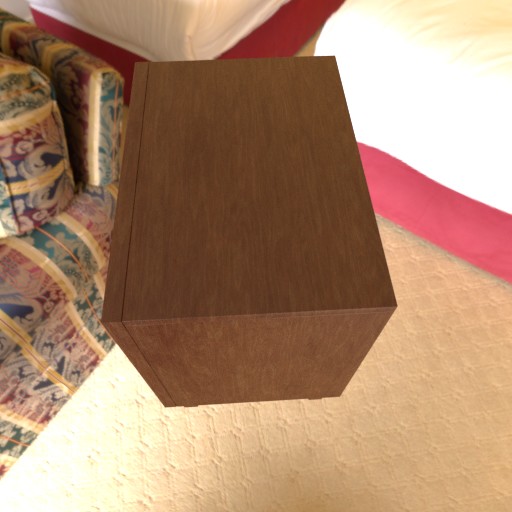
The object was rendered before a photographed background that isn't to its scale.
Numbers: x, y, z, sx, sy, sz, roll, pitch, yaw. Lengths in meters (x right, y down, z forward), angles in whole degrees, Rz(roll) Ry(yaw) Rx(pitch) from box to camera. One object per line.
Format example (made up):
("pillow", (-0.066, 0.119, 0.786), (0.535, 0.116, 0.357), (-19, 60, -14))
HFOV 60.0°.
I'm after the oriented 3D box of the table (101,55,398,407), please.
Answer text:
("table", (0.000, 0.000, 1.002), (0.449, 0.609, 0.557), (-3, 59, -2))
